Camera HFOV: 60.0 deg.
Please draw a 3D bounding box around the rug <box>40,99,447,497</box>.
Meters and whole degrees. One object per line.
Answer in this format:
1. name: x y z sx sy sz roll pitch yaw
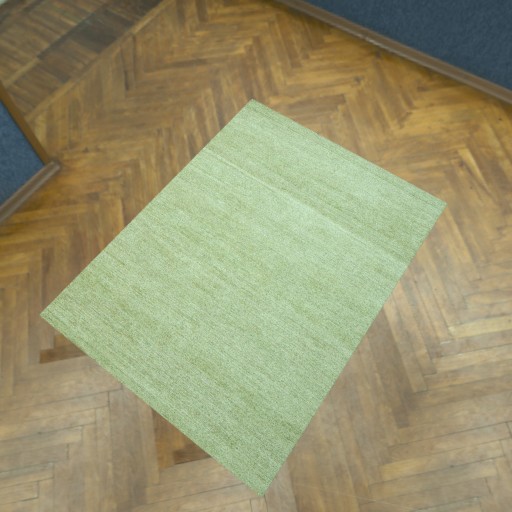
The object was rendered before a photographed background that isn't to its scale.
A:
1. rug: 0.000 0.000 4.185 2.425 0.016 3.198 33 68 15
